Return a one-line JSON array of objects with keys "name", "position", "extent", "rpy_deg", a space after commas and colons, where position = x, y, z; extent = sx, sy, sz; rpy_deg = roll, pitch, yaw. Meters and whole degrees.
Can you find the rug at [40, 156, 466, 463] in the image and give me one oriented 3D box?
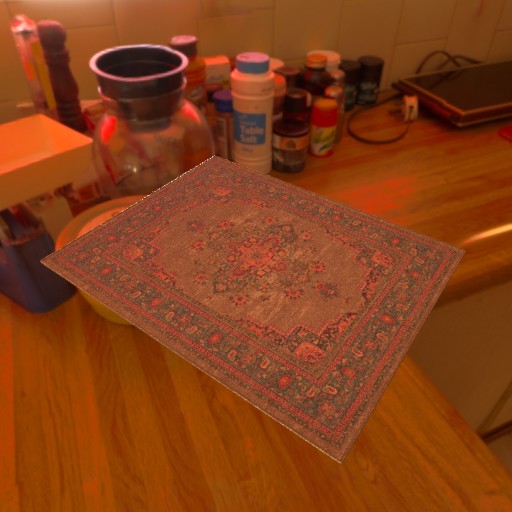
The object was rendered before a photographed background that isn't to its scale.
[{"name": "rug", "position": [0.000, 0.000, 4.052], "extent": [3.057, 0.013, 2.434], "rpy_deg": [26, 47, 27]}]
